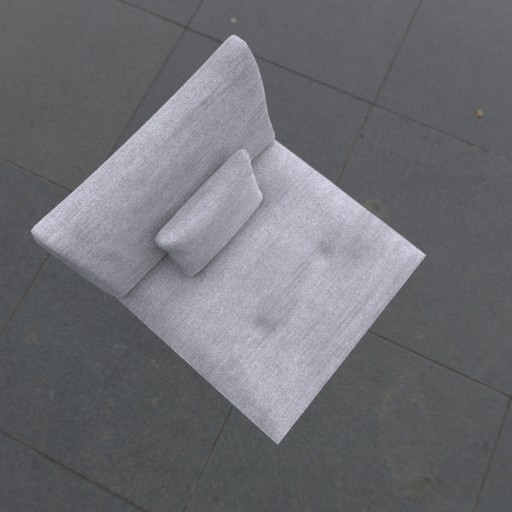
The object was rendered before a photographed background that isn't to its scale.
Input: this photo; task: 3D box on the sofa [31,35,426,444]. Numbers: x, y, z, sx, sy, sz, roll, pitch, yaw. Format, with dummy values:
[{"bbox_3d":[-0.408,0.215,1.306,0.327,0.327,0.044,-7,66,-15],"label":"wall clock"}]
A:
[{"bbox_3d":[0.000,0.000,1.662,1.000,0.820,0.930,40,79,9],"label":"sofa"}]
